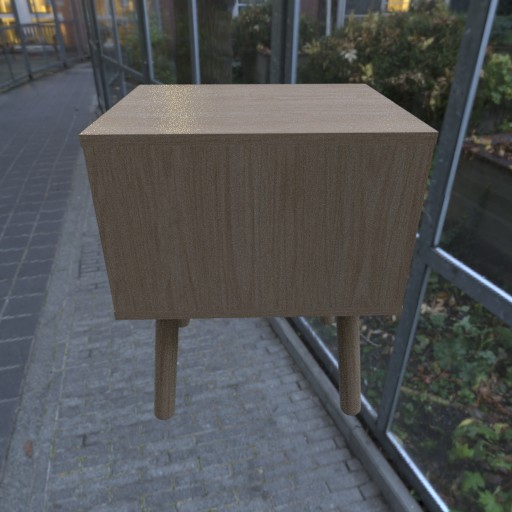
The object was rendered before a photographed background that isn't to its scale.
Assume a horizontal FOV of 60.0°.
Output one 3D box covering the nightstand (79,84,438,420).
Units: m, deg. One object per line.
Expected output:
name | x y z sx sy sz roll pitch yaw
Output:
nightstand | 0.000 0.000 0.860 0.450 0.571 0.380 -1 30 -1
